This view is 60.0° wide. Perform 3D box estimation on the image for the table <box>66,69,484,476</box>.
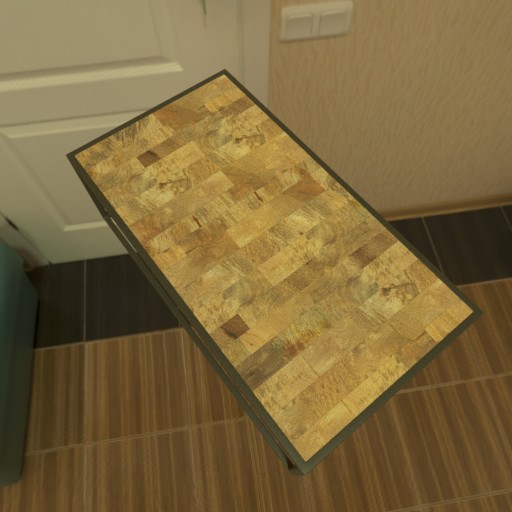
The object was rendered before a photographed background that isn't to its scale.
[{"bbox_3d":[0.000,0.000,1.510,0.649,0.398,1.199,-35,69,-16],"label":"table"}]
